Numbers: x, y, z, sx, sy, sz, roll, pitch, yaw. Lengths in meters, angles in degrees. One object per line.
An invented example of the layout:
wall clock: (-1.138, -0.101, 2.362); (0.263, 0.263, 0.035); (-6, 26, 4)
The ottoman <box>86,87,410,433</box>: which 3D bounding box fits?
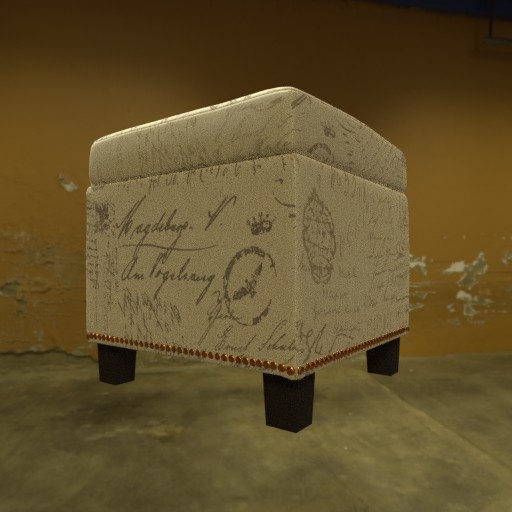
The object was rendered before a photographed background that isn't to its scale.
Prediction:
ottoman: (0.000, 0.000, 0.841); (0.450, 0.457, 0.449); (-1, -1, 36)
